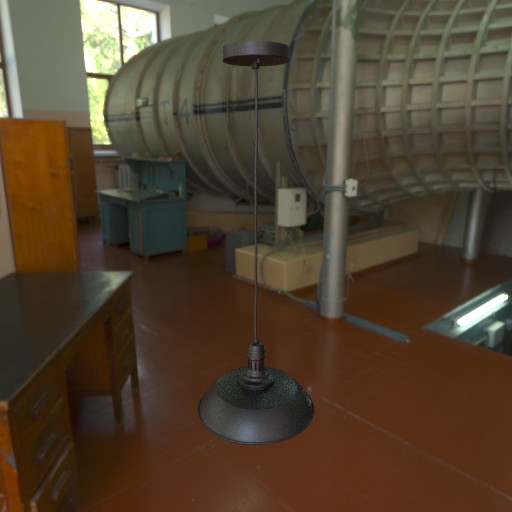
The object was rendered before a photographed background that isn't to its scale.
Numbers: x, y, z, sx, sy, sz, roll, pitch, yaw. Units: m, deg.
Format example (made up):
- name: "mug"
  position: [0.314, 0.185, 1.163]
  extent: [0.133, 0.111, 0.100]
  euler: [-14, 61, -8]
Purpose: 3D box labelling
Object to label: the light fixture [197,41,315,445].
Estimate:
- name: "light fixture"
  position: [0.000, 0.000, 1.151]
  extent: [0.331, 0.993, 0.331]
  euler: [-2, 15, -8]
